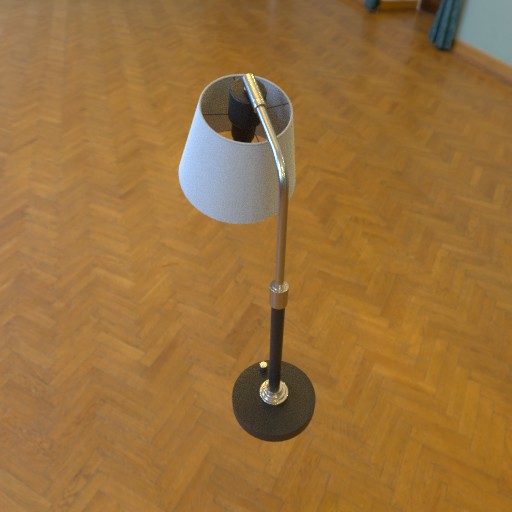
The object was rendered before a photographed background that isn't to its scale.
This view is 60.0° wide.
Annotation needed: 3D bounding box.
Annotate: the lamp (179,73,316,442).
[{"bbox_3d":[0.000,0.000,0.688,0.181,0.539,0.348,-12,44,-13],"label":"lamp"}]
